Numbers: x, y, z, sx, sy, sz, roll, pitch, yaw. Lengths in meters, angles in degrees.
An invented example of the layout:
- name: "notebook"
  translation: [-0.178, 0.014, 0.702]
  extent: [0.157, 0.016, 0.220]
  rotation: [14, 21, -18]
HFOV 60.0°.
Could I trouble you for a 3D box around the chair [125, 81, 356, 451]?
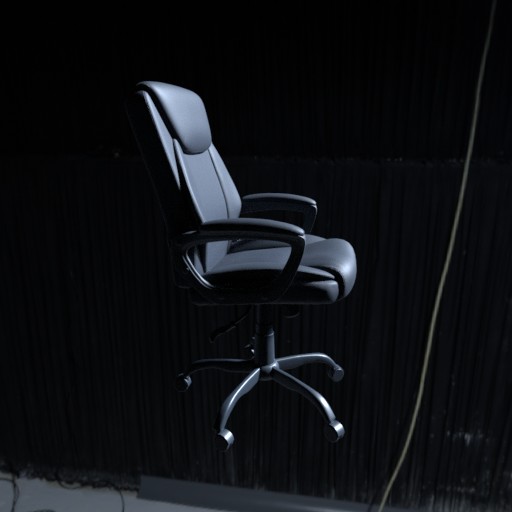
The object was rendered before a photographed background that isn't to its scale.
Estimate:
- name: "chair"
  translation: [0.000, 0.000, 1.476]
  extent: [0.655, 1.072, 0.615]
  rotation: [3, 16, 10]
